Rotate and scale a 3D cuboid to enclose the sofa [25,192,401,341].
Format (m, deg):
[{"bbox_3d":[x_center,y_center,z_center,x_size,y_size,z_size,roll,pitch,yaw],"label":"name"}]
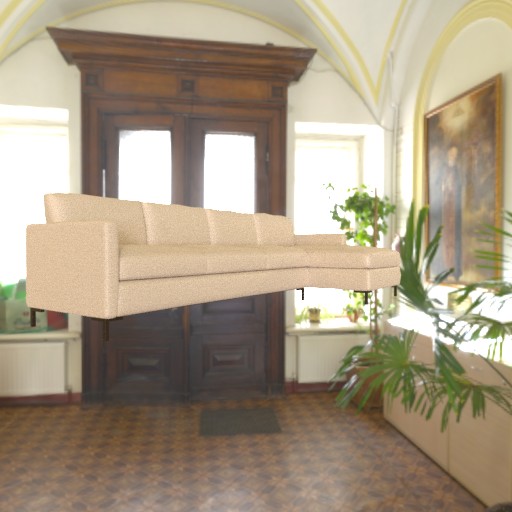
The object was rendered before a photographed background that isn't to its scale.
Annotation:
[{"bbox_3d":[0.000,0.000,3.189,1.258,0.755,2.731,1,1,36],"label":"sofa"}]
